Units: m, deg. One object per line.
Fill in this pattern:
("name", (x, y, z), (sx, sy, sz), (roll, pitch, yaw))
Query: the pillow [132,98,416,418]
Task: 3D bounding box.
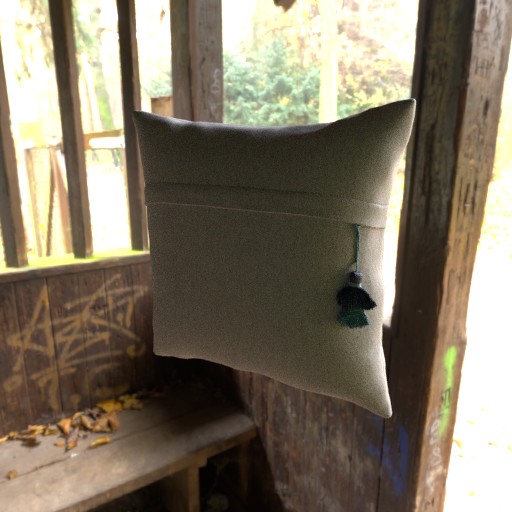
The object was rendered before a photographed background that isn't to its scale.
("pillow", (0.000, 0.000, 0.677), (0.433, 0.436, 0.173), (7, 16, 26))
